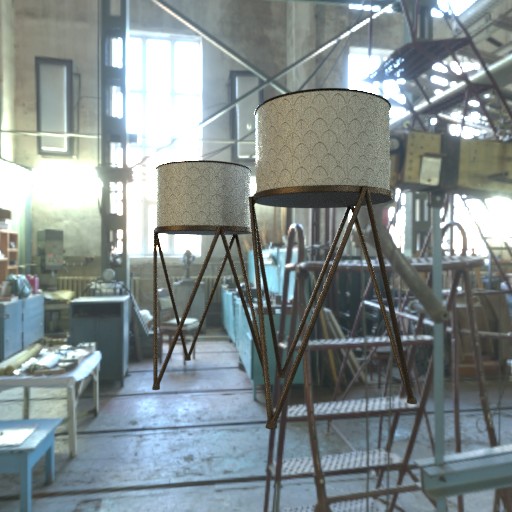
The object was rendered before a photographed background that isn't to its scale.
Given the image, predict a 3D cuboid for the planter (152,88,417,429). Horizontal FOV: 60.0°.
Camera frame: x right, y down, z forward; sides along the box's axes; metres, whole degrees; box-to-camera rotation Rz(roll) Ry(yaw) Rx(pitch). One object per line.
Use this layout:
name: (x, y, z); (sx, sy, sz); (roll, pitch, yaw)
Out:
planter: (0.000, 0.000, 1.189); (0.769, 0.712, 0.413); (0, 0, 36)
